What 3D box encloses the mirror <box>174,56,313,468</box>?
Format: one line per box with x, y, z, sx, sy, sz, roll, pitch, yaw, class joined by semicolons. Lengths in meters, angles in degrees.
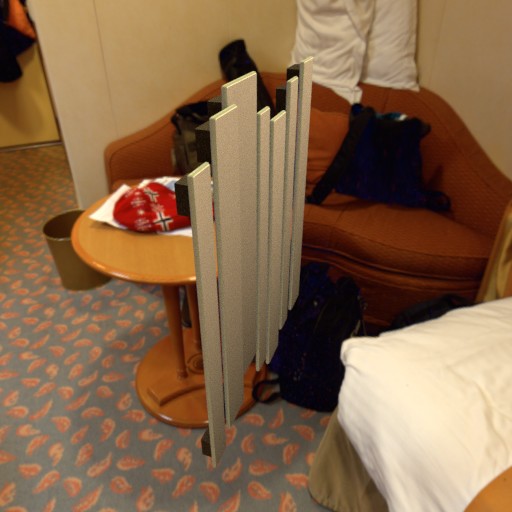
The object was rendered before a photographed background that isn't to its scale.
0.000;0.000;0.783;0.058;0.611;0.445;11;34;17;mirror
